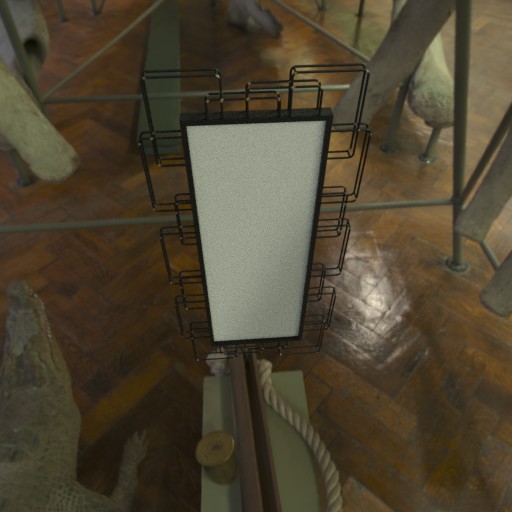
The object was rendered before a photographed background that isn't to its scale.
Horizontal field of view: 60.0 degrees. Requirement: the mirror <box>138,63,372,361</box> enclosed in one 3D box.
[{"bbox_3d":[0.000,0.000,1.399,0.565,1.192,0.037,-3,47,-3],"label":"mirror"}]
